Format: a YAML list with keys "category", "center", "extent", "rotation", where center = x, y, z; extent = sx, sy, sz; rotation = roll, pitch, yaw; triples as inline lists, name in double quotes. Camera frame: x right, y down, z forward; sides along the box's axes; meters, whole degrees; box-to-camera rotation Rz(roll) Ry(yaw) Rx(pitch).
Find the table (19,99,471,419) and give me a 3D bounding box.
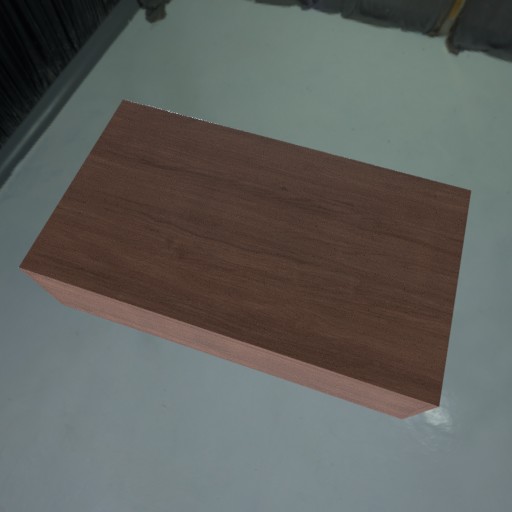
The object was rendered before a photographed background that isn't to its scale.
- category: "table"
  center: [0.000, 0.000, 1.304]
  extent: [1.020, 0.380, 0.600]
  rotation: [17, 65, 8]
